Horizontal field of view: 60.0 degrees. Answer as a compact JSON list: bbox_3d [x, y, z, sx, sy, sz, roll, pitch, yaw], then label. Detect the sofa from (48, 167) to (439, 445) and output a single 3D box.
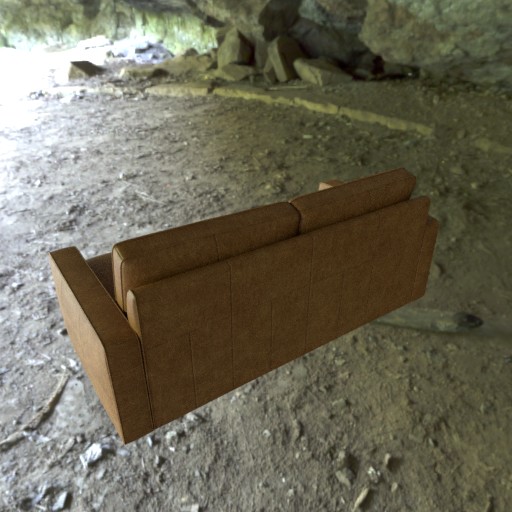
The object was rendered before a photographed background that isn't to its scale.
[{"bbox_3d":[0.000,0.000,2.644,2.156,0.928,0.991,-18,34,-30],"label":"sofa"}]
